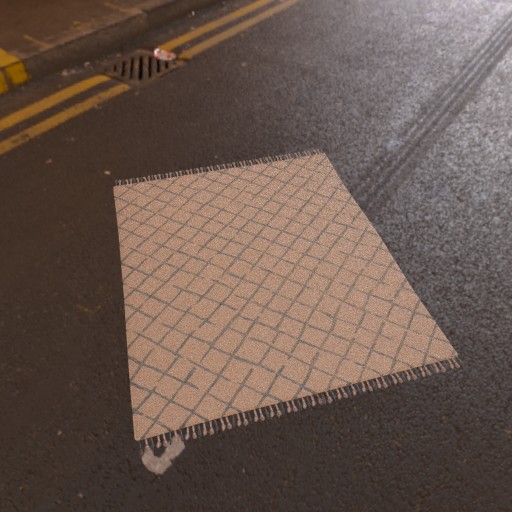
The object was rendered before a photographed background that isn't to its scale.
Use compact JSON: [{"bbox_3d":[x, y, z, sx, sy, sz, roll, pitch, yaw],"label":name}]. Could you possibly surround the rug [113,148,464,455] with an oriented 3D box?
[{"bbox_3d":[0.000,0.000,4.856,2.892,0.036,3.585,-11,48,-10],"label":"rug"}]
